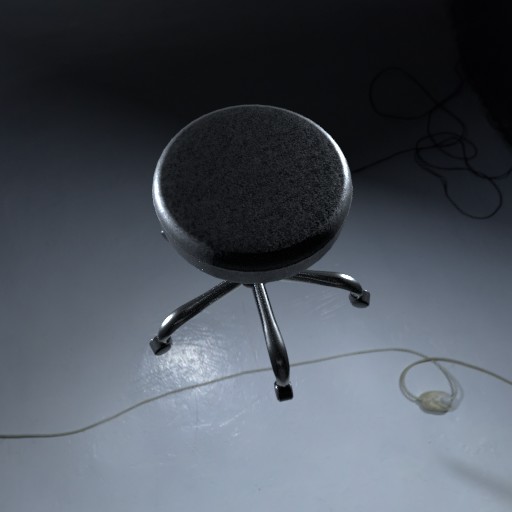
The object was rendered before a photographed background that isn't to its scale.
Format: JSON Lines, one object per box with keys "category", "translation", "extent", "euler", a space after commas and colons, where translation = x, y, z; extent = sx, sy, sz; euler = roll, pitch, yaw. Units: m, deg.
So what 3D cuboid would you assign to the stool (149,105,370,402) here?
{"category": "stool", "translation": [0.000, 0.000, 1.115], "extent": [0.673, 0.576, 0.638], "euler": [-13, 63, -7]}
